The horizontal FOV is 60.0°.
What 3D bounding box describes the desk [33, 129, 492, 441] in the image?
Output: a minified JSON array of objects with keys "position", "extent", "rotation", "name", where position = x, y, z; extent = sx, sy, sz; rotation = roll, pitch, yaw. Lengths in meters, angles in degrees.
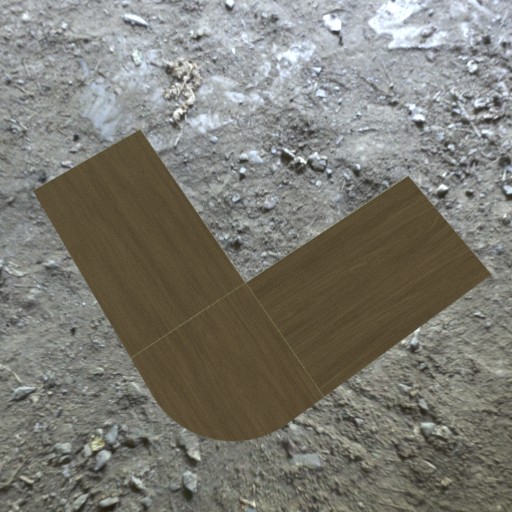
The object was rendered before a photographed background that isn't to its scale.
[{"position":[0.000,0.000,2.242],"extent":[1.400,0.762,1.400],"rotation":[-33,77,-9],"name":"desk"}]
